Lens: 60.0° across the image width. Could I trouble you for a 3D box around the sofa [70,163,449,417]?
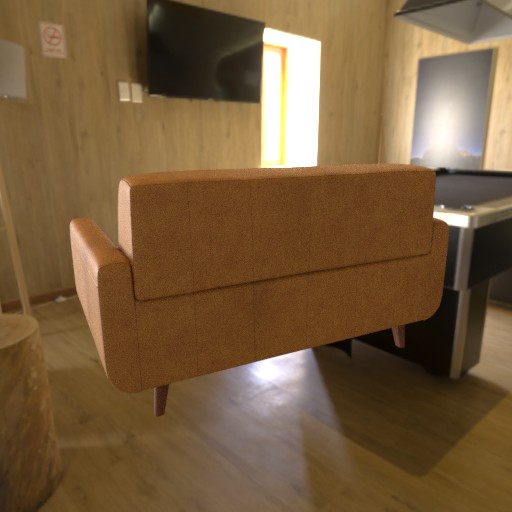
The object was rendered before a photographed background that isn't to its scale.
[{"bbox_3d":[0.000,0.000,2.238,1.651,0.925,0.952,-8,17,-26],"label":"sofa"}]
